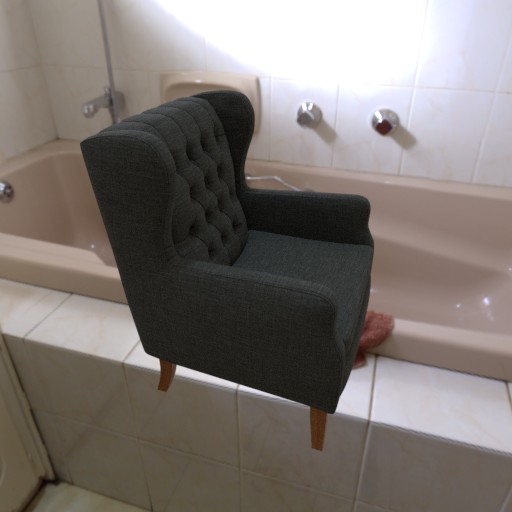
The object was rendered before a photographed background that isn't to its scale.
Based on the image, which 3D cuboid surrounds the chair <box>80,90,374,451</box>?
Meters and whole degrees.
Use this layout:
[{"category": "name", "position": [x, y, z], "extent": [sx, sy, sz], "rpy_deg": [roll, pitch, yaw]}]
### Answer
[{"category": "chair", "position": [0.000, 0.000, 1.514], "extent": [0.775, 0.953, 0.711], "rpy_deg": [10, 32, 17]}]
